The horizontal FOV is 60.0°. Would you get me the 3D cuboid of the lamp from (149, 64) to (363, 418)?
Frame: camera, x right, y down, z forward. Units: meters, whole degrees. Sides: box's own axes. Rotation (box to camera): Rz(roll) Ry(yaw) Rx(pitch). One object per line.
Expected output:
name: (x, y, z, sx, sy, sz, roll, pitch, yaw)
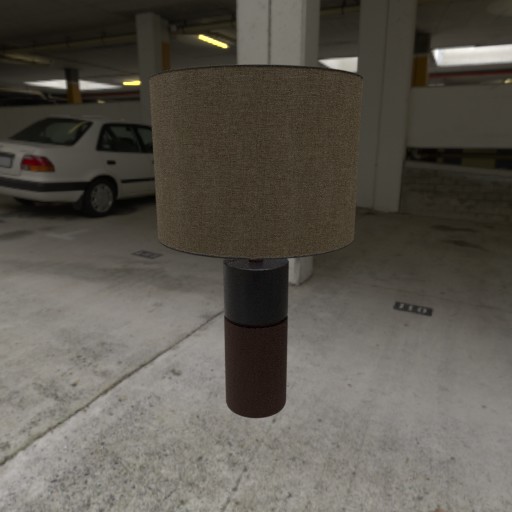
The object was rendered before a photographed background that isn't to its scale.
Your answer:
lamp: (0.000, 0.000, 0.473, 0.202, 0.350, 0.202, 0, 15, 0)
